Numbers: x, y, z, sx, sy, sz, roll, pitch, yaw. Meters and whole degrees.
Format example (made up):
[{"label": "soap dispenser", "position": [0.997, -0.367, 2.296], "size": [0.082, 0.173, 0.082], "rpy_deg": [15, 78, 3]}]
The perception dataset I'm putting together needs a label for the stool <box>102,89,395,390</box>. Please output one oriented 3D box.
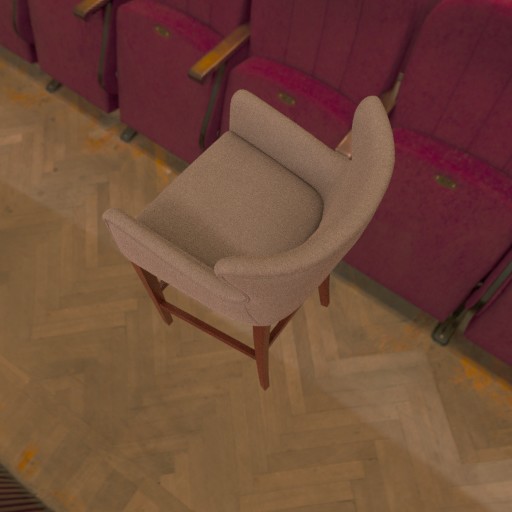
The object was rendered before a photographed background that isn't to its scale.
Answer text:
[{"label": "stool", "position": [0.000, 0.000, 1.406], "size": [0.575, 1.047, 0.575], "rpy_deg": [34, 67, 16]}]
